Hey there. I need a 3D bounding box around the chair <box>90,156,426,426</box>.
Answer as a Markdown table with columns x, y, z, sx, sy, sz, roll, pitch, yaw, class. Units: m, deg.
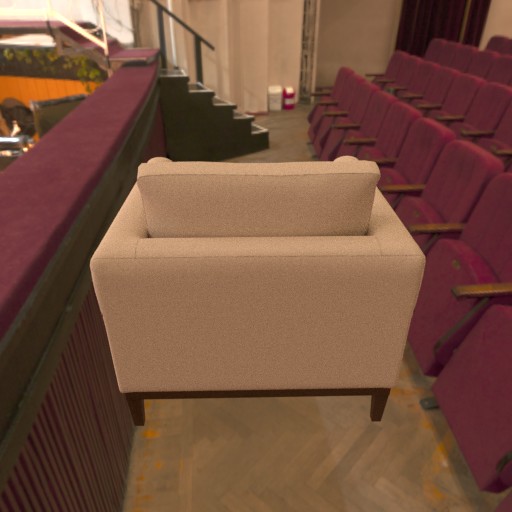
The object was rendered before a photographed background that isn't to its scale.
| x | y | z | sx | sy | sz | roll | pitch | yaw | class |
| --- | --- | --- | --- | --- | --- | --- | --- | --- | --- |
| 0.000 | 0.000 | 1.742 | 0.982 | 0.915 | 0.896 | -1 | 30 | -1 | chair |
